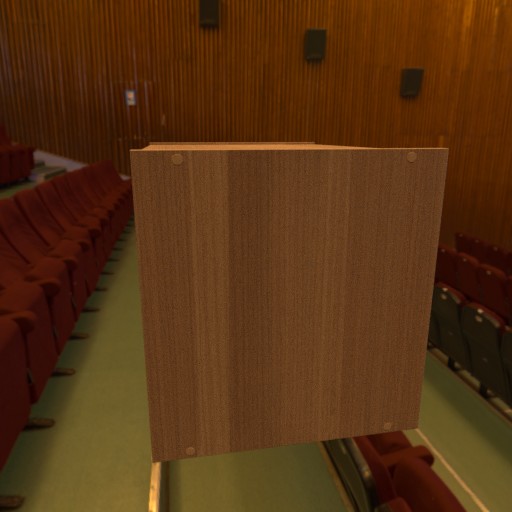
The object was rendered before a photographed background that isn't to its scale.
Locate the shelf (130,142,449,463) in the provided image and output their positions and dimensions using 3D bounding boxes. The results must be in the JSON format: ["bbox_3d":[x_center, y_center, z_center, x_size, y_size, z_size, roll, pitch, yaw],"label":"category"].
[{"bbox_3d":[0.000,0.000,0.626,0.290,0.305,0.415,-3,15,-10],"label":"shelf"}]
